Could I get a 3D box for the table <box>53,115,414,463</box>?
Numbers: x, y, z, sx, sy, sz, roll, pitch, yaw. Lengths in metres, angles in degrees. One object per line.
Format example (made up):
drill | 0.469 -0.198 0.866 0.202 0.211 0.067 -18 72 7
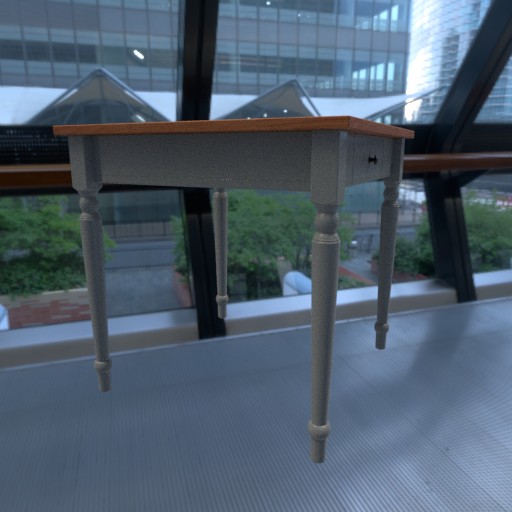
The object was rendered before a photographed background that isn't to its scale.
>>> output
table | 0.000 0.000 1.337 0.747 0.738 0.747 7 15 26
